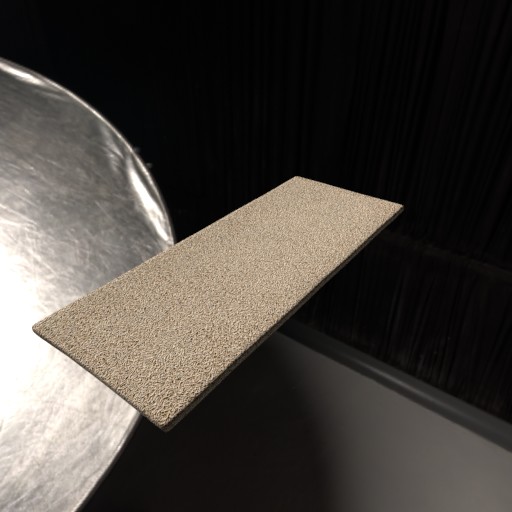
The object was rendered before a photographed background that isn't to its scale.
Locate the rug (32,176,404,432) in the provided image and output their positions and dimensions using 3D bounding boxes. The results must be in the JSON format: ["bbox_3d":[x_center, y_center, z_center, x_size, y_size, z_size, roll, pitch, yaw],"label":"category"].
[{"bbox_3d":[0.000,0.000,1.736,0.609,0.030,1.524,22,39,31],"label":"rug"}]
